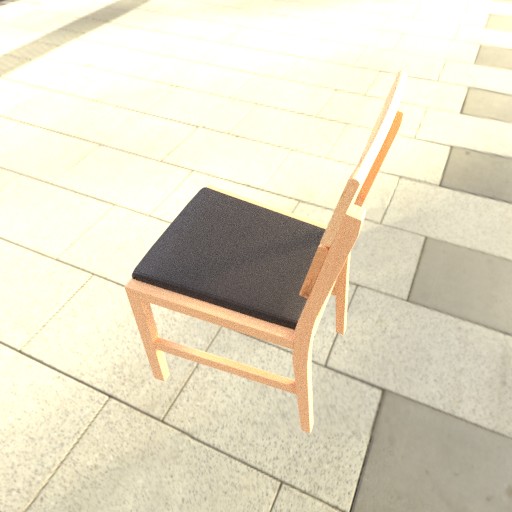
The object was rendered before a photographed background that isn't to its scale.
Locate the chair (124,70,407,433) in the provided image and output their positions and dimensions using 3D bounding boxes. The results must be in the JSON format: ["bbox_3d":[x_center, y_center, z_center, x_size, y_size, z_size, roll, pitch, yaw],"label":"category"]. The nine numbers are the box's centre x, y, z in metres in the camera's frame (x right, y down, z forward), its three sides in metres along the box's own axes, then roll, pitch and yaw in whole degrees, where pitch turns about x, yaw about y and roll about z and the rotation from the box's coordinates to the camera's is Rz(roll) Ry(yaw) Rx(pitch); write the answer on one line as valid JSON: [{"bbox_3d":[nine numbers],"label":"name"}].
[{"bbox_3d":[0.000,0.000,1.229,0.560,0.950,0.475,17,48,16],"label":"chair"}]
